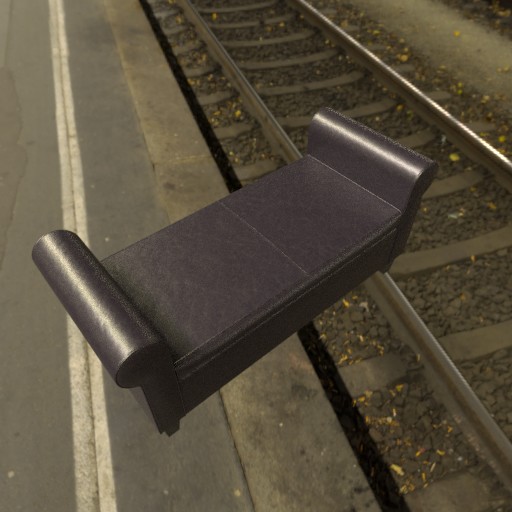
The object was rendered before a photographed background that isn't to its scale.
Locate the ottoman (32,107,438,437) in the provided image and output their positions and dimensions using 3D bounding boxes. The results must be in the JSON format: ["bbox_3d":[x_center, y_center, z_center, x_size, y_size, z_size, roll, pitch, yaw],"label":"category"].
[{"bbox_3d":[0.000,0.000,1.567,1.256,0.547,0.521,-31,54,-26],"label":"ottoman"}]
